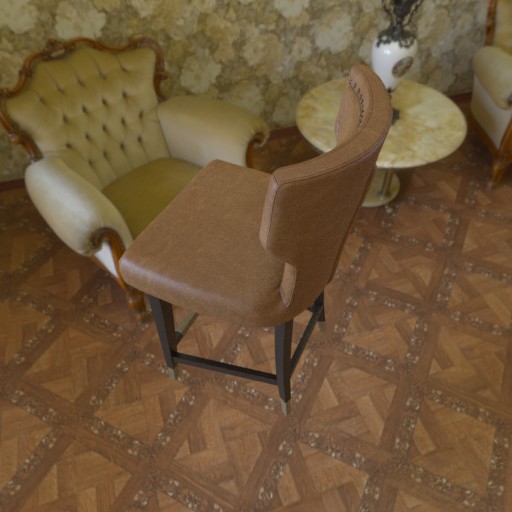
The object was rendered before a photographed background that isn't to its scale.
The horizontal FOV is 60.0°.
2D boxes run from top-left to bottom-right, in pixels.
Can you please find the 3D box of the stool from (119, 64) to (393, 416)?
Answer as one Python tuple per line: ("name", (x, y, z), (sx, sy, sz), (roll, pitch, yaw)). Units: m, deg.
("stool", (0.000, 0.000, 1.283), (0.563, 0.982, 0.526), (19, 49, 17))
